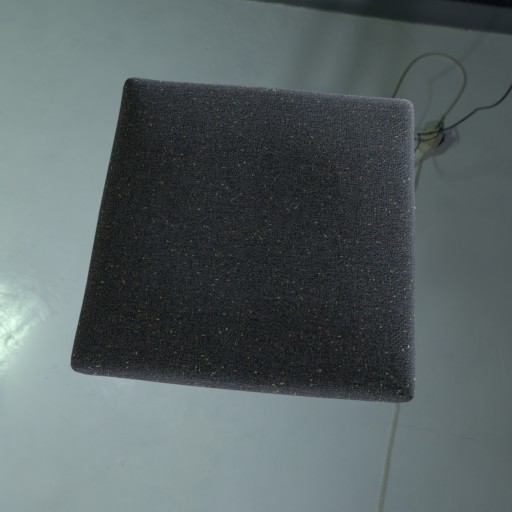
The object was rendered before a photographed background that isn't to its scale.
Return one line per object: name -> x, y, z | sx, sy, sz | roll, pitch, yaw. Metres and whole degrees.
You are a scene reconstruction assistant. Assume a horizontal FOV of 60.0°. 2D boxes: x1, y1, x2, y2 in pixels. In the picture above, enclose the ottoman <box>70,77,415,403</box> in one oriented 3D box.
ottoman -> 0.000, 0.000, 0.882 | 0.508, 0.432, 0.508 | 5, 76, 1
